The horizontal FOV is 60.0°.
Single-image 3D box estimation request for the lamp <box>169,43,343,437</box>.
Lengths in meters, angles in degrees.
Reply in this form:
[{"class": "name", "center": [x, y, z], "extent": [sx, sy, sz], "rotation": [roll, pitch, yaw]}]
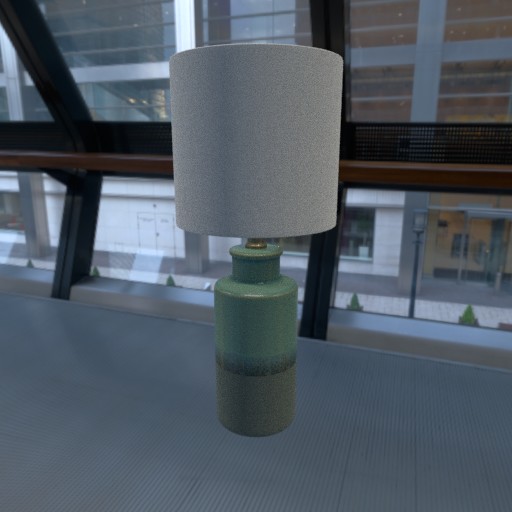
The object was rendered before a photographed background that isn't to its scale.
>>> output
[{"class": "lamp", "center": [0.000, 0.000, 0.607], "extent": [0.212, 0.493, 0.212], "rotation": [-7, 15, -26]}]
